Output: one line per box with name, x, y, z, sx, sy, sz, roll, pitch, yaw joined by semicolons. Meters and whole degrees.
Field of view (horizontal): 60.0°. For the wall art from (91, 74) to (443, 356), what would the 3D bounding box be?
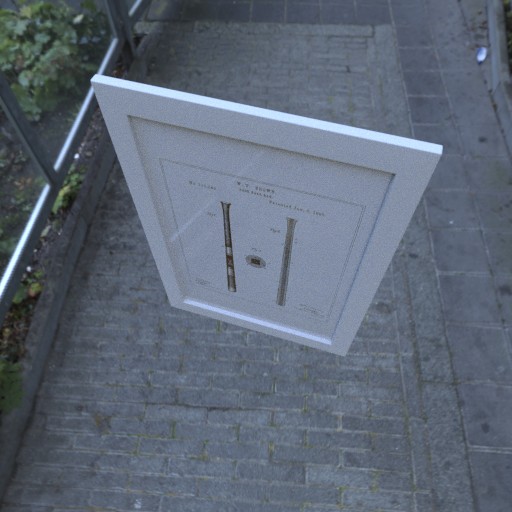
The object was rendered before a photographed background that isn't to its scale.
wall art;0.000;0.000;0.601;0.329;0.482;0.011;15;58;9
